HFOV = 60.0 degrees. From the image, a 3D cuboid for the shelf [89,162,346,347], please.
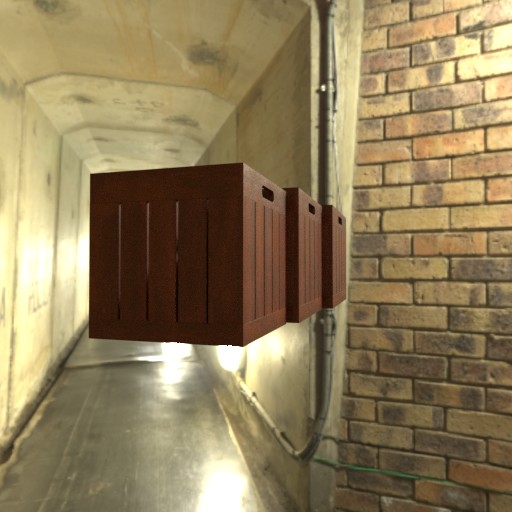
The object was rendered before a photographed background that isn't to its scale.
[{"bbox_3d":[0.000,0.000,1.250,0.393,0.311,1.064,0,-1,17],"label":"shelf"}]
